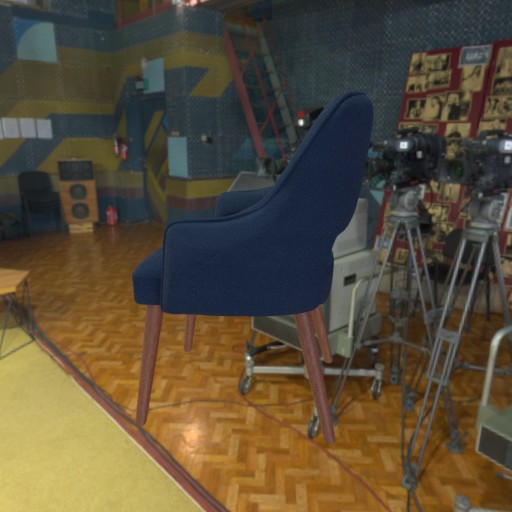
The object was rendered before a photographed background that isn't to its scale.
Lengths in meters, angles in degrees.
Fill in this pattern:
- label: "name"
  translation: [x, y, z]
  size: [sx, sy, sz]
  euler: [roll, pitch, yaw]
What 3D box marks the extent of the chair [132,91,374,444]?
- label: "chair"
  translation: [0.000, 0.000, 1.245]
  size: [0.591, 0.844, 0.559]
  euler: [2, 15, 8]
